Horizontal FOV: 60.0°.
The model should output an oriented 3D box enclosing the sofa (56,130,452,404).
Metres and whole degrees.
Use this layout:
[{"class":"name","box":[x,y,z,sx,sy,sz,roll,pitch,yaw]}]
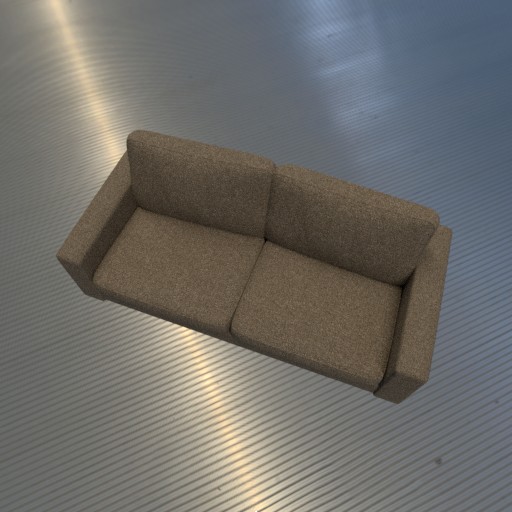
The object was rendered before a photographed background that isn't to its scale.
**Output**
[{"class":"sofa","box":[0.000,0.000,2.730,2.179,0.873,1.016,17,61,10]}]
